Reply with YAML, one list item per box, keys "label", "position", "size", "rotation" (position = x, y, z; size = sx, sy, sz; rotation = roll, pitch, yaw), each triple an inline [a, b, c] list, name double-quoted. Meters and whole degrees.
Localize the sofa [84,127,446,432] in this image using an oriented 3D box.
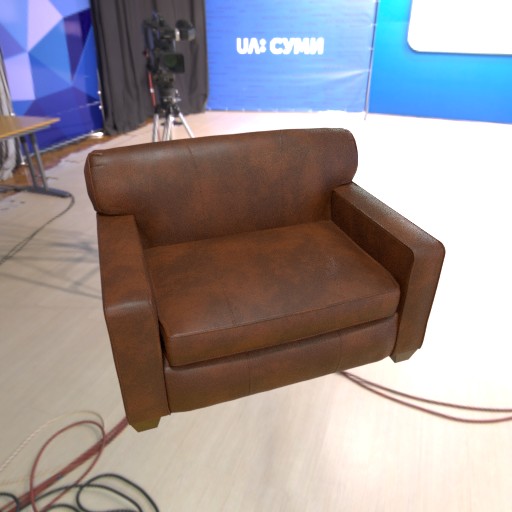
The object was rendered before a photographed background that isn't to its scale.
- label: "sofa"
  position: [0.000, 0.000, 2.100]
  size: [1.413, 0.956, 1.000]
  rotation: [-10, 32, -16]
